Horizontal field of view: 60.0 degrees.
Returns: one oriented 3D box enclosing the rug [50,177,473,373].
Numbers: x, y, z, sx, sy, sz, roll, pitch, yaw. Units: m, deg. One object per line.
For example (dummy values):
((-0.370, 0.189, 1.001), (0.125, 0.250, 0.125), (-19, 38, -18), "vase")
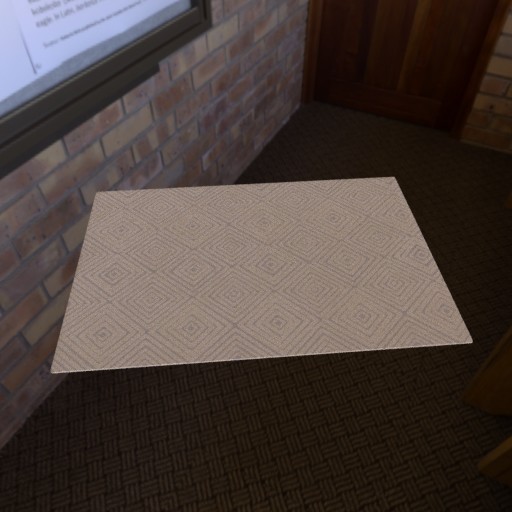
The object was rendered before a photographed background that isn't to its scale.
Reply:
((0.000, 0.000, 2.218), (1.753, 0.008, 1.143), (-3, 47, -3), "rug")
